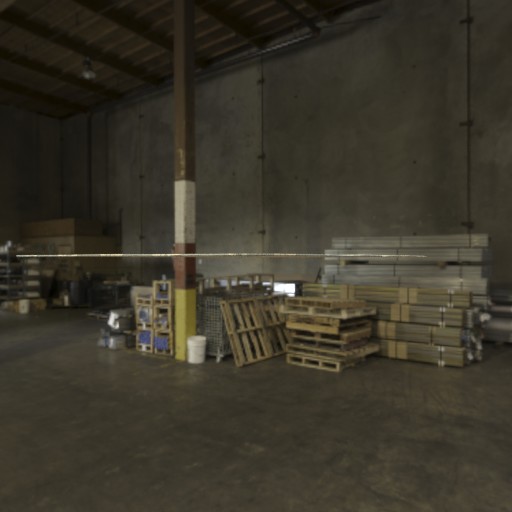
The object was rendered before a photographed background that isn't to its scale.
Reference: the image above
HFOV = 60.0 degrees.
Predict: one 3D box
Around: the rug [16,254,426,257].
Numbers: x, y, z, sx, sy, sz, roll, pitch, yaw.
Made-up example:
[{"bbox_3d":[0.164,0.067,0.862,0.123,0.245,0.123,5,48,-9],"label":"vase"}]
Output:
[{"bbox_3d":[0.000,0.000,2.162,1.148,0.010,1.754,0,0,36],"label":"rug"}]
